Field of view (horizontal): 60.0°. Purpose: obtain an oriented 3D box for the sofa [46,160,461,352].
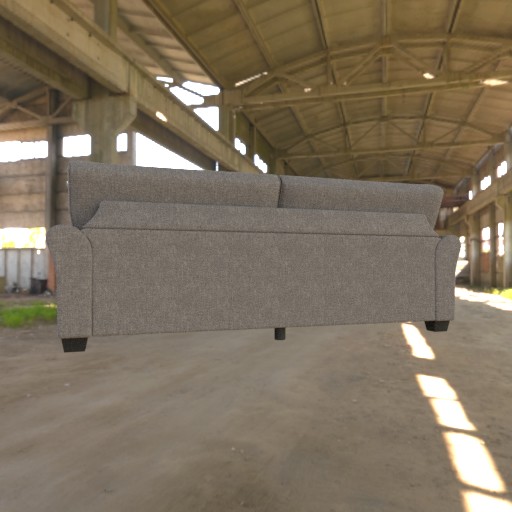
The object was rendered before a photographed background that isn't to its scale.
[{"bbox_3d":[0.000,0.000,2.480,2.032,0.813,0.889,0,-1,-18],"label":"sofa"}]
